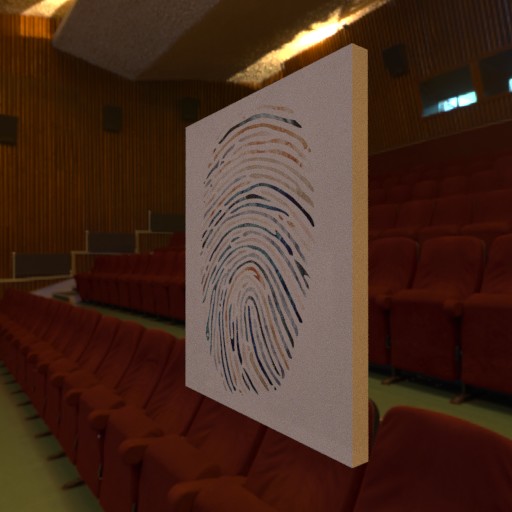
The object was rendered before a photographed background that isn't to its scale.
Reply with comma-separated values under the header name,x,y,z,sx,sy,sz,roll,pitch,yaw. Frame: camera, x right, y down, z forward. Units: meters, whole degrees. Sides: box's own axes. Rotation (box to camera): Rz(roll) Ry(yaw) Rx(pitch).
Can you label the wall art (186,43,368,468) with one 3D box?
name,x,y,z,sx,sy,sz,roll,pitch,yaw
wall art,0.000,0.000,0.846,0.037,0.606,0.508,0,0,-37
